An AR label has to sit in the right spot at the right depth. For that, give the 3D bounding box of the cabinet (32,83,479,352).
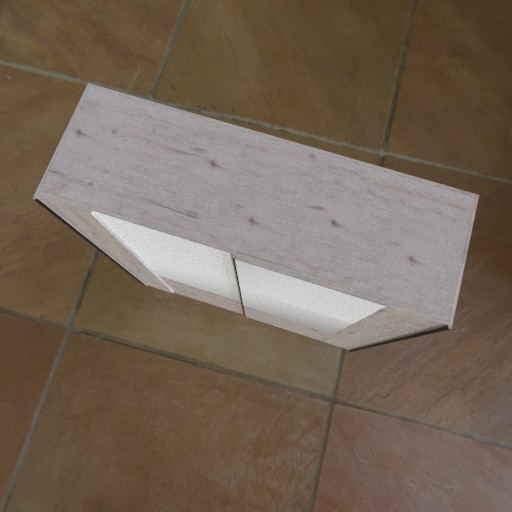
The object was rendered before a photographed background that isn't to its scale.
[{"bbox_3d":[0.000,0.000,3.143,2.000,2.180,0.660,17,76,4],"label":"cabinet"}]
